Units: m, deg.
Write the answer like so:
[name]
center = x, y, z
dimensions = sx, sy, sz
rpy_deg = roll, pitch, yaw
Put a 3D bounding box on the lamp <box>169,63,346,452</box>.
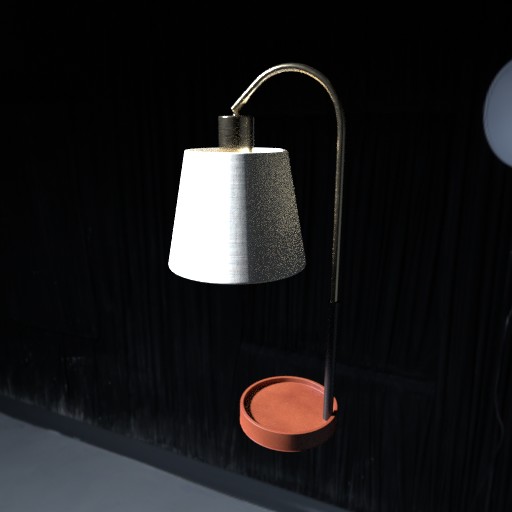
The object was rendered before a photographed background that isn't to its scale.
[lamp]
center = 0.000, 0.000, 0.672
dimensions = 0.273, 0.536, 0.211
rpy_deg = 8, 18, 25
